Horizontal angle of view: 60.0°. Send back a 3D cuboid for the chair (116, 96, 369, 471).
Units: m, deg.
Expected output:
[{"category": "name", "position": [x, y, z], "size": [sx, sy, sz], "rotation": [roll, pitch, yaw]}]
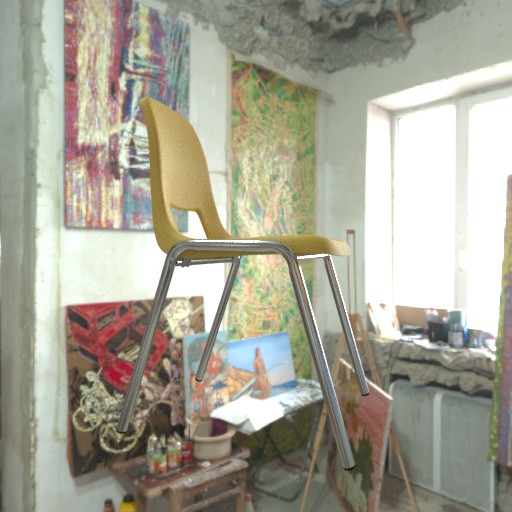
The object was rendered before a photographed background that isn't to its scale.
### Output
[{"category": "chair", "position": [0.000, 0.000, 0.914], "size": [0.436, 0.653, 0.381], "rotation": [0, 1, 18]}]
